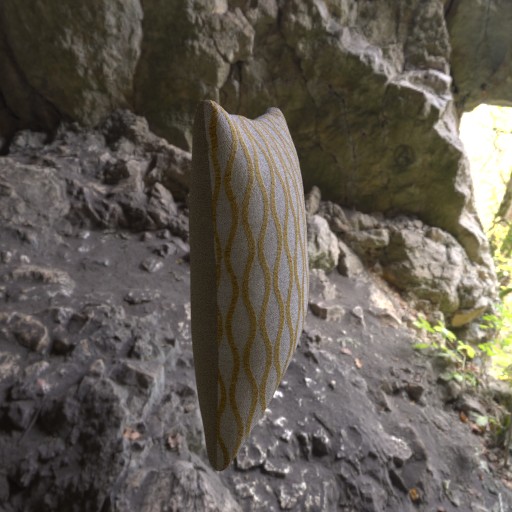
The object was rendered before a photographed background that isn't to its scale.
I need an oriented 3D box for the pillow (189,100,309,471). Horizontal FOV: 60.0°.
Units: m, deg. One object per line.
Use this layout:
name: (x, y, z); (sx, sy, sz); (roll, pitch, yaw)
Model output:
pillow: (0.000, 0.000, 0.670); (0.159, 0.436, 0.429); (3, 17, 10)
